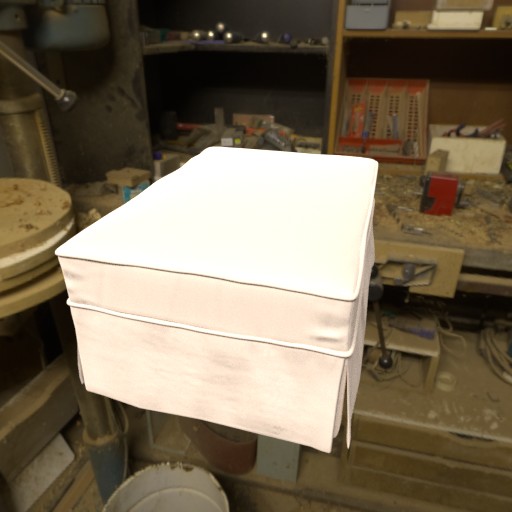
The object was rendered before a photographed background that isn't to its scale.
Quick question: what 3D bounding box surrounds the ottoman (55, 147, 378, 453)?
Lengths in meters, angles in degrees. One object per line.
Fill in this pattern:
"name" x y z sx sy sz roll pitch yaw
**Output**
"ottoman" 0.000 0.000 1.337 0.703 0.479 0.944 8 29 14
